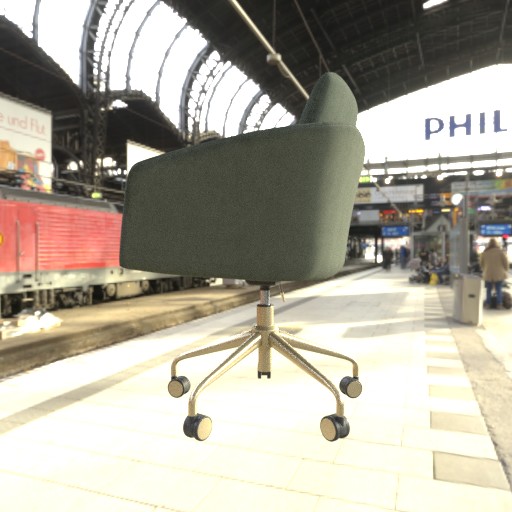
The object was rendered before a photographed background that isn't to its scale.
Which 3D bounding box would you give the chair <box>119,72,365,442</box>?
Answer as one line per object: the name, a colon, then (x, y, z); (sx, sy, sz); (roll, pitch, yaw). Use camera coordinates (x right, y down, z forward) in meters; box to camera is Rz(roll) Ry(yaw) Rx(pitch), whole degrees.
chair: (0.000, 0.000, 1.347); (0.635, 0.908, 0.641); (0, 1, 18)
